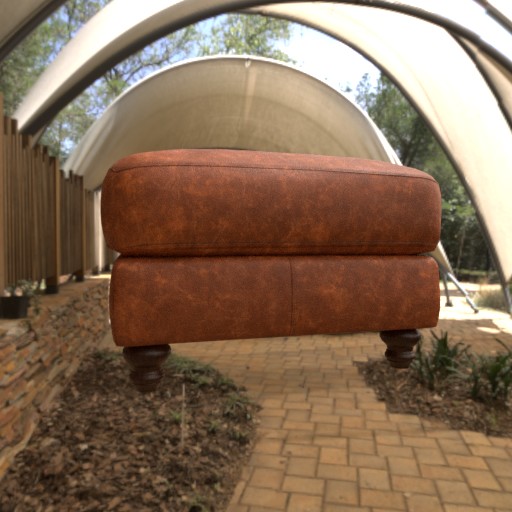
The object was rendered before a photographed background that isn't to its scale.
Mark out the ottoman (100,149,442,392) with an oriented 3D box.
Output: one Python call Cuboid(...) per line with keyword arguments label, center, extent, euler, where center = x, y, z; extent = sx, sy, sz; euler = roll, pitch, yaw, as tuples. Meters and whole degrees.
Cuboid(label="ottoman", center=(0.000, 0.000, 1.281), extent=(0.832, 0.562, 0.657), euler=(0, 2, -17))
